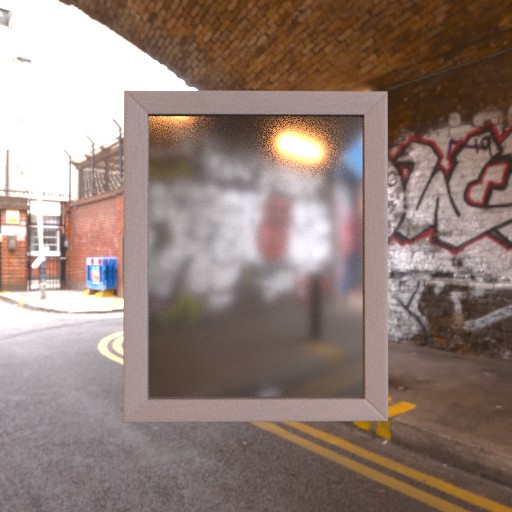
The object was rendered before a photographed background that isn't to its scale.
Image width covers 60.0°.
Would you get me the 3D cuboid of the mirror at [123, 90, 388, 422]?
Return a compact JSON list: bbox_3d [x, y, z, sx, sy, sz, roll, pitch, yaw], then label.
[{"bbox_3d":[0.000,0.000,0.699,0.405,0.508,0.041,0,0,-1],"label":"mirror"}]
